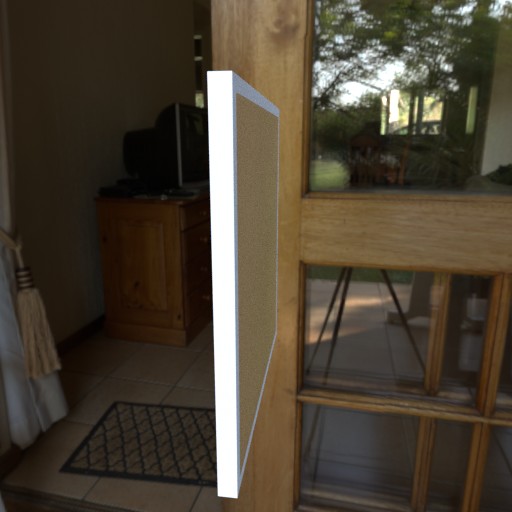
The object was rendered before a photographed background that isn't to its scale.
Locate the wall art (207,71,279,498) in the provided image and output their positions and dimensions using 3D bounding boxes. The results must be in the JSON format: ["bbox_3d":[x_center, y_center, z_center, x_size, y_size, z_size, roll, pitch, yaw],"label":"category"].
[{"bbox_3d":[0.000,0.000,1.121,0.038,0.761,0.763,2,14,8],"label":"wall art"}]
